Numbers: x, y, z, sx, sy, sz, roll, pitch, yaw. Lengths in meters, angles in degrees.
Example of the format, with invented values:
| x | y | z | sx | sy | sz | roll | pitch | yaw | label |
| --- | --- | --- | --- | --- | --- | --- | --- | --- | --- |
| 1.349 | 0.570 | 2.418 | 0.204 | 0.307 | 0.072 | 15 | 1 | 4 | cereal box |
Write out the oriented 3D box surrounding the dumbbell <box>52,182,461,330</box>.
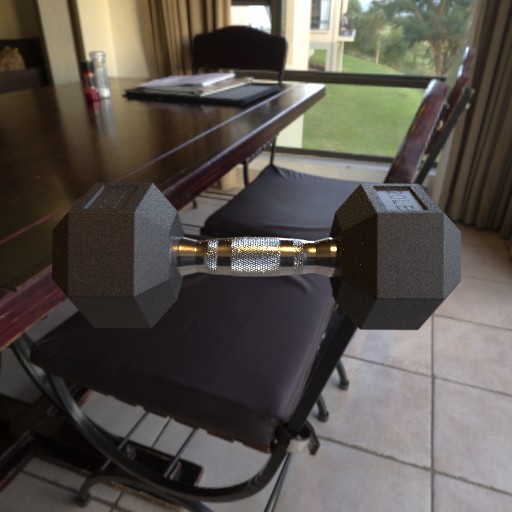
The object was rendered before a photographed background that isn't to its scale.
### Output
| x | y | z | sx | sy | sz | roll | pitch | yaw | label |
| --- | --- | --- | --- | --- | --- | --- | --- | --- | --- |
| 0.000 | 0.000 | 0.322 | 0.272 | 0.092 | 0.106 | 0 | 29 | 1 | dumbbell |
